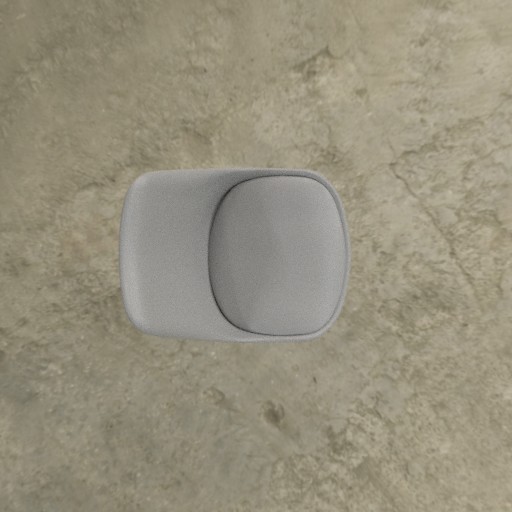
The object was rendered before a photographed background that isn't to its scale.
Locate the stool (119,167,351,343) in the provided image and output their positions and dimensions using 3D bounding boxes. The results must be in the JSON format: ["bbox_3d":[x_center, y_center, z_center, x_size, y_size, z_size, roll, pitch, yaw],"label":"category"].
[{"bbox_3d":[0.000,0.000,1.430,0.550,1.115,0.485,0,89,0],"label":"stool"}]
